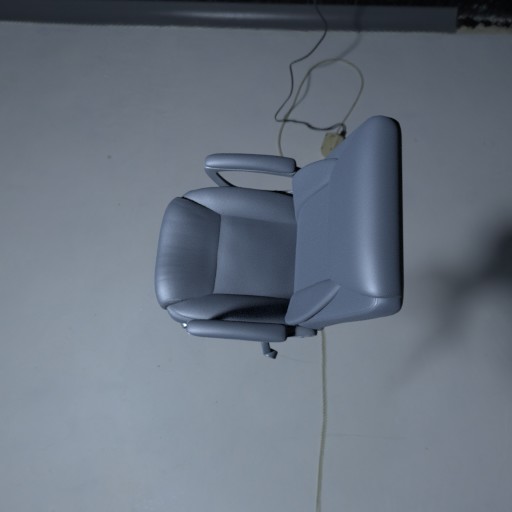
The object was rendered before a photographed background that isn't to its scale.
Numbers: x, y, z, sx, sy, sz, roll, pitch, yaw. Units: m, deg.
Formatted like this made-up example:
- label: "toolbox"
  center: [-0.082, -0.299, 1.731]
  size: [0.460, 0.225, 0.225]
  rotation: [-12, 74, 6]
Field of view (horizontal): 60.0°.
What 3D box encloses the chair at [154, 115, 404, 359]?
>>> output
- label: "chair"
  center: [0.000, 0.000, 1.452]
  size: [0.655, 1.072, 0.615]
  rotation: [4, 75, 1]
